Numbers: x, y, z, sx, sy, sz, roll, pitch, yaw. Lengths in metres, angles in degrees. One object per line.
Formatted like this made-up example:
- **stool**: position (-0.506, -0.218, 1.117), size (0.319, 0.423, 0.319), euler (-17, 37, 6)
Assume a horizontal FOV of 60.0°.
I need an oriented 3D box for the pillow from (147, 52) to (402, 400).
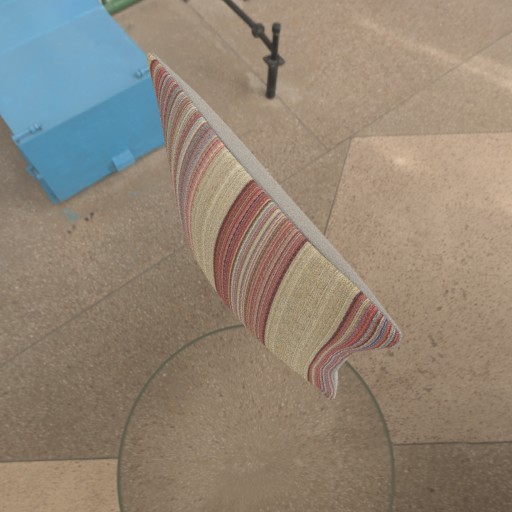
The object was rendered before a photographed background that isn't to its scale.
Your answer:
- **pillow**: position (0.000, 0.000, 0.640), size (0.136, 0.419, 0.437), euler (-34, 70, -14)
